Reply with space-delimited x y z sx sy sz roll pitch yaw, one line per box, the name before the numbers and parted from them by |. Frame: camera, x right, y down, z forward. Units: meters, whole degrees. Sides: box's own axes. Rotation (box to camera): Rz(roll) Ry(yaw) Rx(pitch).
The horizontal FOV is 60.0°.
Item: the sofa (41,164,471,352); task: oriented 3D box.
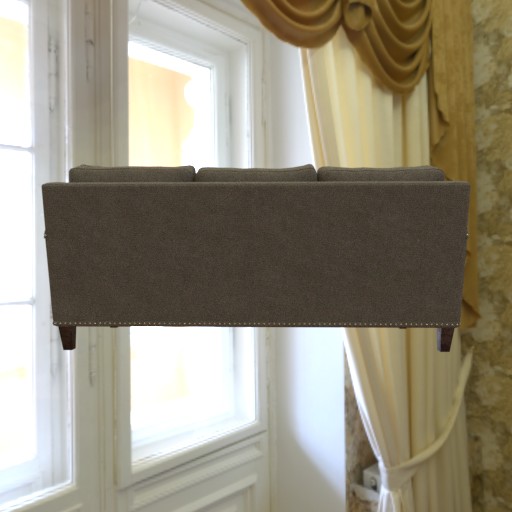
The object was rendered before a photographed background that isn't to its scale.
sofa | 0.000 0.000 2.775 2.226 1.042 1.034 0 0 1
